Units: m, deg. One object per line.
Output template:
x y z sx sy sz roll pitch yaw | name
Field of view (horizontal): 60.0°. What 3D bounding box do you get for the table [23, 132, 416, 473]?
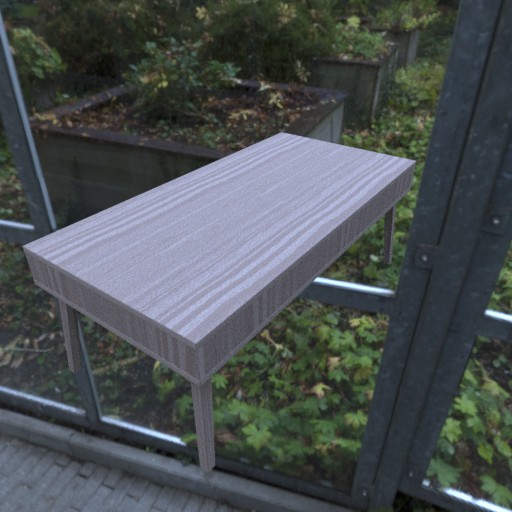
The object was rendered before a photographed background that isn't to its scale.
0.000 0.000 1.510 0.600 0.450 1.200 21 38 30 | table
